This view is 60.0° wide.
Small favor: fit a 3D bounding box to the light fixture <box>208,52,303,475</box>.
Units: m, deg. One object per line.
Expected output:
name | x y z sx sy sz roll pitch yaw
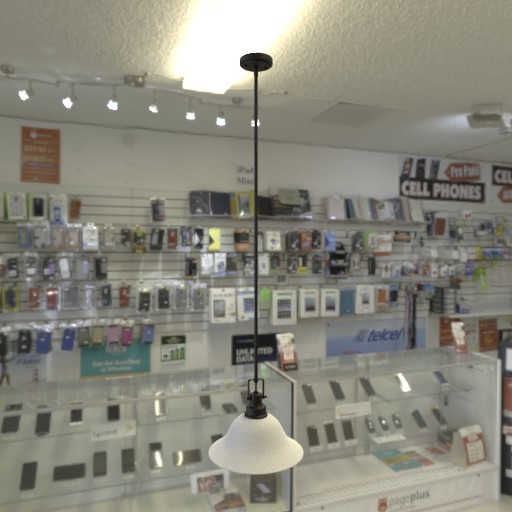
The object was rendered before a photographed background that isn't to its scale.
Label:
light fixture | 0.000 0.000 1.513 0.324 1.337 0.324 0 0 -17
